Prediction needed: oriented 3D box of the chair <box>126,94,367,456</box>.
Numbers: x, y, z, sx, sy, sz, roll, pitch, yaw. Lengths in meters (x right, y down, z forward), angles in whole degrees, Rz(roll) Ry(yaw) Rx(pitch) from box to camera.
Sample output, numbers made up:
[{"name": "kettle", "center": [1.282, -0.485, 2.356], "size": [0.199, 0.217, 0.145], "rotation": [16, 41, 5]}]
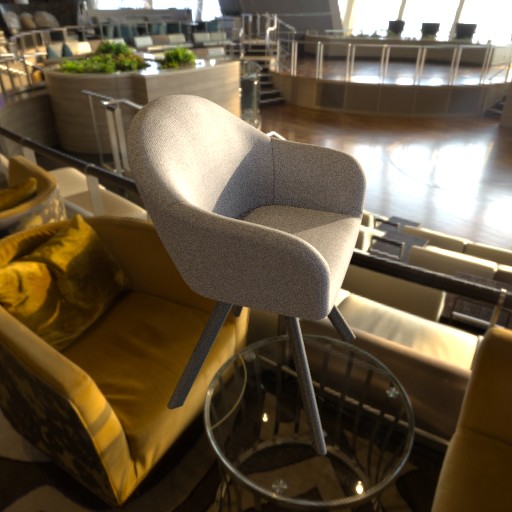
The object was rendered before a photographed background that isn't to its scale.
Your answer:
[{"name": "chair", "center": [0.000, 0.000, 1.199], "size": [0.550, 0.795, 0.590], "rotation": [10, 32, 17]}]
